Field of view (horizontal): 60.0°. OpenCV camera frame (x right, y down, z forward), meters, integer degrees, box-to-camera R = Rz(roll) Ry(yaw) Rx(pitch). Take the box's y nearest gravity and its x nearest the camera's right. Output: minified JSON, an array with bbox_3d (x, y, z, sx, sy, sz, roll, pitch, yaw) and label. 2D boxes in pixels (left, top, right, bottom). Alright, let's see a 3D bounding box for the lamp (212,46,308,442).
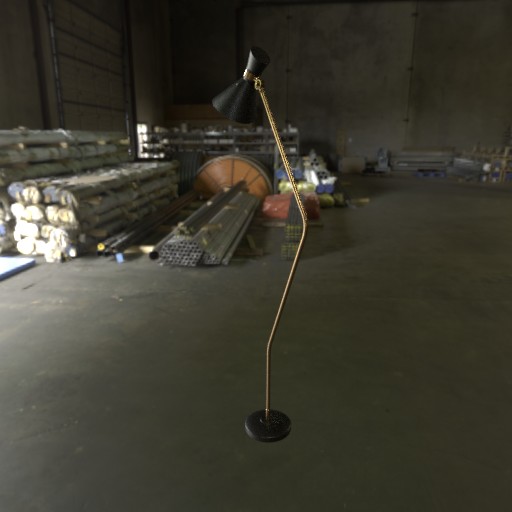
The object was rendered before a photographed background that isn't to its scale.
[{"bbox_3d":[0.000,0.000,1.638,0.277,1.438,0.467,-2,16,-8],"label":"lamp"}]
